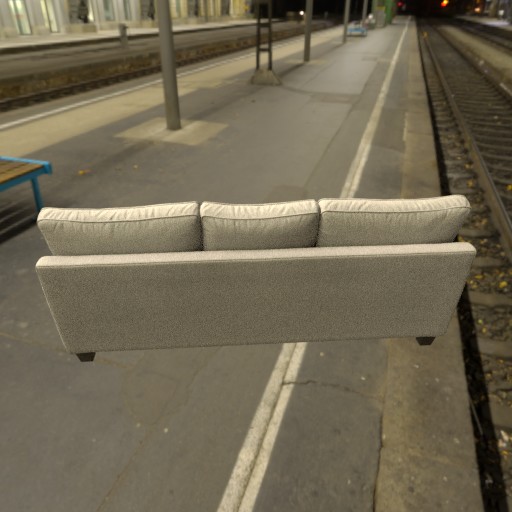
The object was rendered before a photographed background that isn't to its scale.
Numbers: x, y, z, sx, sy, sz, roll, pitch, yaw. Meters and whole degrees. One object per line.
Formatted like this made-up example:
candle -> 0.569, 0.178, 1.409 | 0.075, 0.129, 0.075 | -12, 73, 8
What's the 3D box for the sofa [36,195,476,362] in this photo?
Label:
sofa -> 0.000, 0.000, 2.844 | 2.323, 0.991, 1.016 | -2, 29, -4
